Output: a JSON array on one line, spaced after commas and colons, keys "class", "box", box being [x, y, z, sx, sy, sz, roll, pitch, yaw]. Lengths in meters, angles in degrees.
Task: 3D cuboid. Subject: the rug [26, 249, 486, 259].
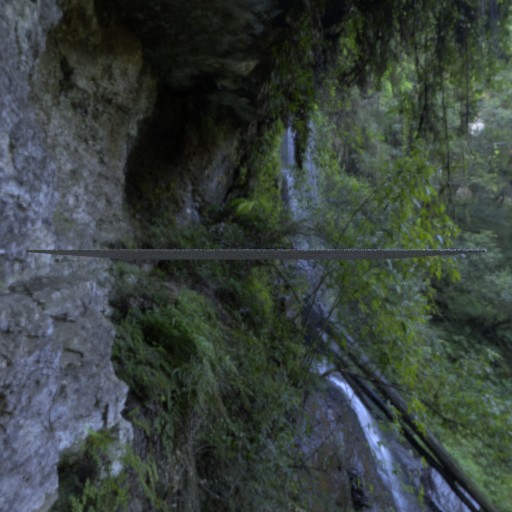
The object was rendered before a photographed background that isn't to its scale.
[{"class": "rug", "box": [0.000, 0.000, 4.212, 3.123, 0.017, 2.447, 0, -2, 0]}]
